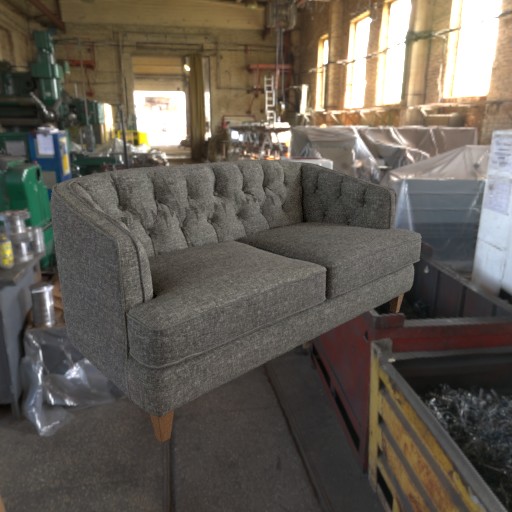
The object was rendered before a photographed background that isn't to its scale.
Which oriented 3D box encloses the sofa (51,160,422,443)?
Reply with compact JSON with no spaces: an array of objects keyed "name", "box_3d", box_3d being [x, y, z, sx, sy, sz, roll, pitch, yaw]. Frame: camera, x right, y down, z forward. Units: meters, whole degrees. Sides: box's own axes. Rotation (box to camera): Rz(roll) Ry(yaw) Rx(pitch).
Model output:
[{"name":"sofa","box_3d":[0.000,0.000,2.197,1.733,0.855,0.941,-15,22,-42]}]
